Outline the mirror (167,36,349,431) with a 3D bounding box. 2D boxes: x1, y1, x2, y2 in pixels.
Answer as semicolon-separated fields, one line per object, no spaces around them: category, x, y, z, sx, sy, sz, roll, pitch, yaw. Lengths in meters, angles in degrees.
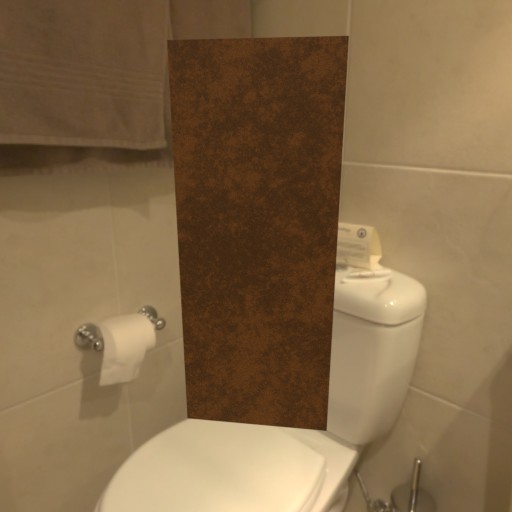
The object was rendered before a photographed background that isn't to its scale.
mirror;0.000;0.000;2.278;0.812;2.031;0.032;2;17;7
